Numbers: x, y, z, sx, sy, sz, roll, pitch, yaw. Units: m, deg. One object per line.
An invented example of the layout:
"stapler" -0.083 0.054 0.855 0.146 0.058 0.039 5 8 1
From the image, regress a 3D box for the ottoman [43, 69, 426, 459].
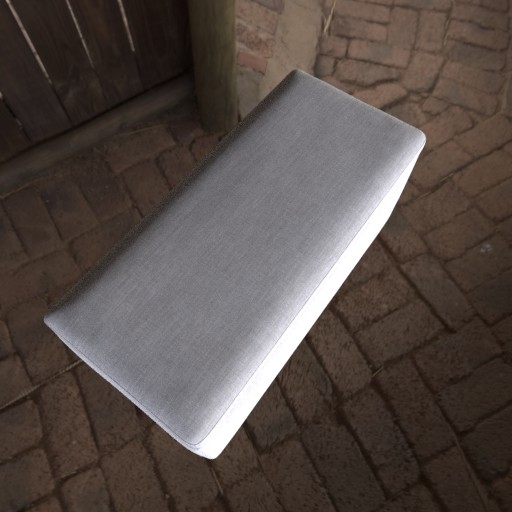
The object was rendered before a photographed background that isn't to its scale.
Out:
"ottoman" 0.000 0.000 1.136 0.419 0.432 0.902 34 68 16
